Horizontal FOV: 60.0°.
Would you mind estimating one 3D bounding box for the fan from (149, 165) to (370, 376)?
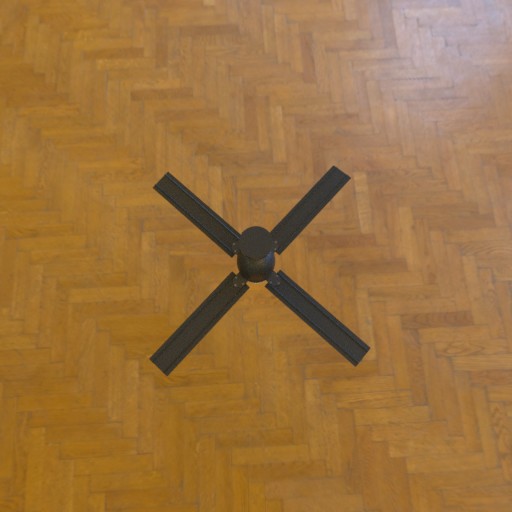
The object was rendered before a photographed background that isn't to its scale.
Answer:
[{"bbox_3d":[0.000,0.000,2.012,1.319,0.410,1.319,40,78,10],"label":"fan"}]
